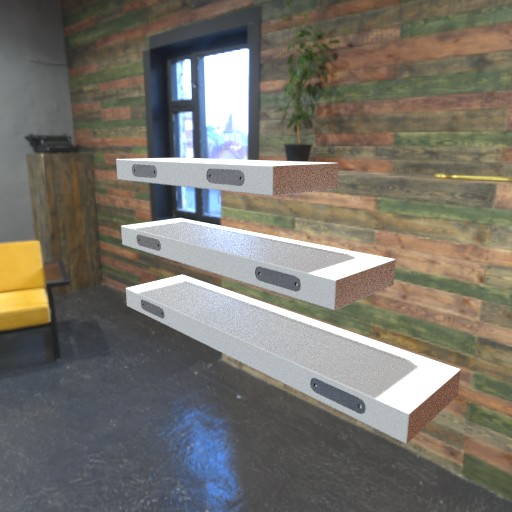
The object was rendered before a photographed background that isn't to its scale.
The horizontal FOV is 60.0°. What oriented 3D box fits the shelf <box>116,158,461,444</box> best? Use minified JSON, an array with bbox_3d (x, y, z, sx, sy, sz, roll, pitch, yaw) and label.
[{"bbox_3d":[0.000,0.000,0.707,0.140,0.293,0.610,-13,19,-43],"label":"shelf"}]
